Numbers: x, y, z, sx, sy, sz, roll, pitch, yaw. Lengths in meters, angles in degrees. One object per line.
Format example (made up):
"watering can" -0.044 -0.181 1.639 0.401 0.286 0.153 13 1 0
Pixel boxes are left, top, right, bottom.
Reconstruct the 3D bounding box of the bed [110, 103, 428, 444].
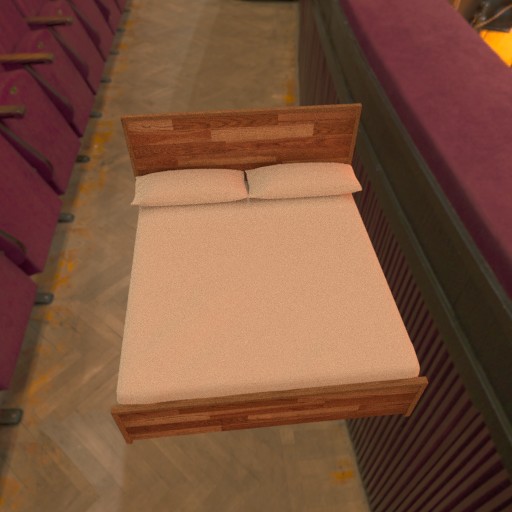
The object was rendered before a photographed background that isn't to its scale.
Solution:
"bed" 0.000 0.000 3.425 2.013 1.295 2.184 -4 46 -4
